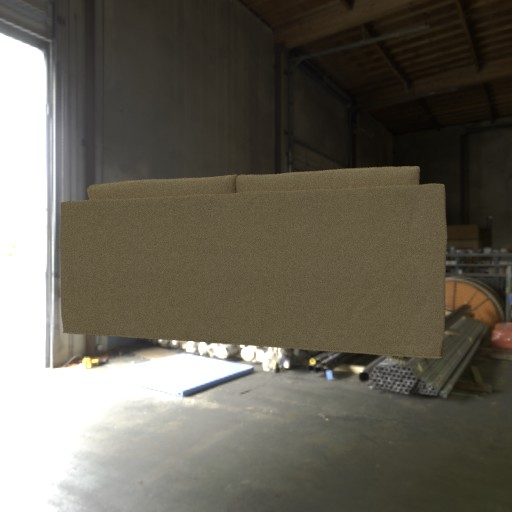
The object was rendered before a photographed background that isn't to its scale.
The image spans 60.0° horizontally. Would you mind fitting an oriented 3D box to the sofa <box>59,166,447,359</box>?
[{"bbox_3d":[0.000,0.000,2.526,1.959,0.835,0.962,0,0,19],"label":"sofa"}]
